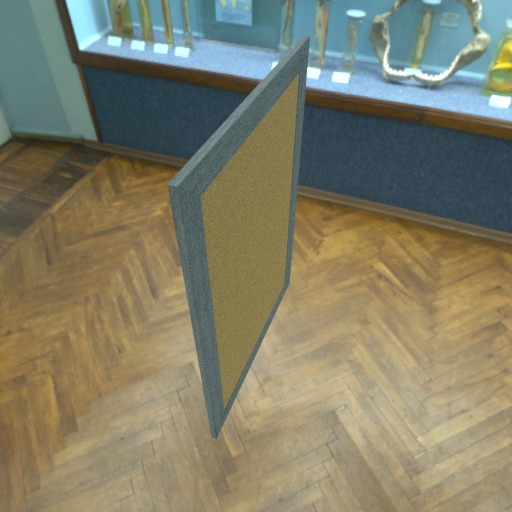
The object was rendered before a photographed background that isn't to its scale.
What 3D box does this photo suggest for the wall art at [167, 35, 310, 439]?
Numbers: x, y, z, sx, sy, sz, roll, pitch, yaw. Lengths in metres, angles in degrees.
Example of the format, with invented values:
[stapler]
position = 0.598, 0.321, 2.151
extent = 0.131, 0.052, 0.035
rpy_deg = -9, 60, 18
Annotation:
[wall art]
position = 0.000, 0.000, 1.396
extent = 0.020, 1.070, 0.768
rpy_deg = 16, 48, 15
